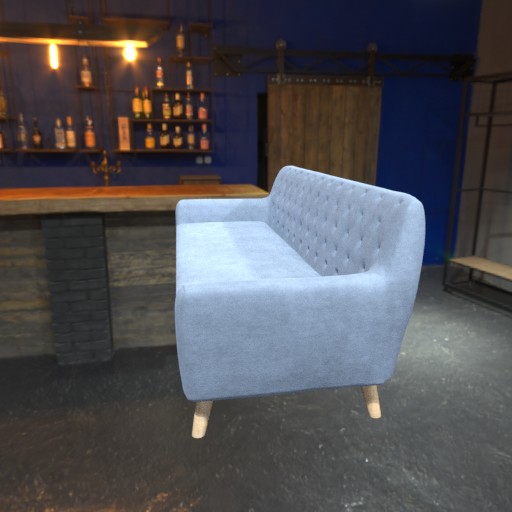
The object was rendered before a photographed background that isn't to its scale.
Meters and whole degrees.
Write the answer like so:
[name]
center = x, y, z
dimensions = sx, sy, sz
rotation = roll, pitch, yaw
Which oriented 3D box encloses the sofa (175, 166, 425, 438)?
[sofa]
center = 0.000, 0.000, 2.334
dimensions = 0.830, 0.830, 1.970
rotation = -3, 15, -10
